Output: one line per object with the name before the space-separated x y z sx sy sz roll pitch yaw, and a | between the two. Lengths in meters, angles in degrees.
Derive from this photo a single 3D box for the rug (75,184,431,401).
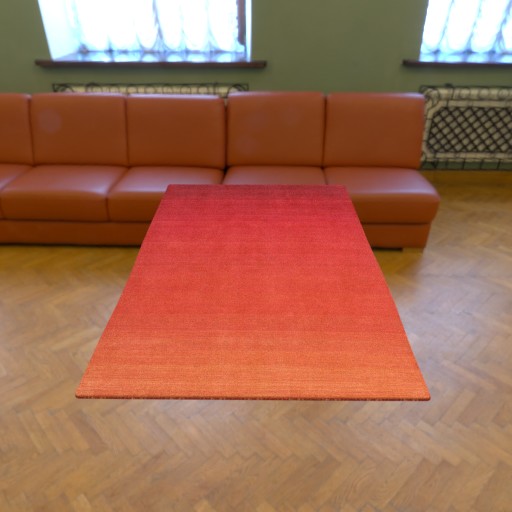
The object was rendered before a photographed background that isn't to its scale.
rug | 0.000 0.000 2.284 1.230 0.018 1.835 0 32 0
